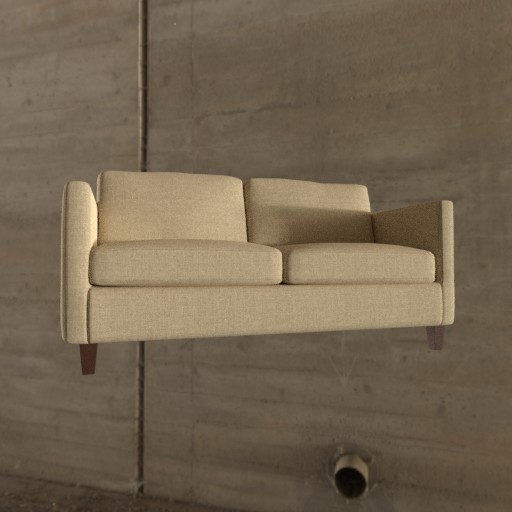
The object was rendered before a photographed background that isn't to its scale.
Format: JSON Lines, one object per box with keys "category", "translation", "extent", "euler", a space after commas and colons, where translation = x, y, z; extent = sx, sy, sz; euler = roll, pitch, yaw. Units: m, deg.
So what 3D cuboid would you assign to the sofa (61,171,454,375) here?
{"category": "sofa", "translation": [0.000, 0.000, 2.421], "extent": [1.884, 0.963, 0.950], "euler": [0, -1, -18]}
